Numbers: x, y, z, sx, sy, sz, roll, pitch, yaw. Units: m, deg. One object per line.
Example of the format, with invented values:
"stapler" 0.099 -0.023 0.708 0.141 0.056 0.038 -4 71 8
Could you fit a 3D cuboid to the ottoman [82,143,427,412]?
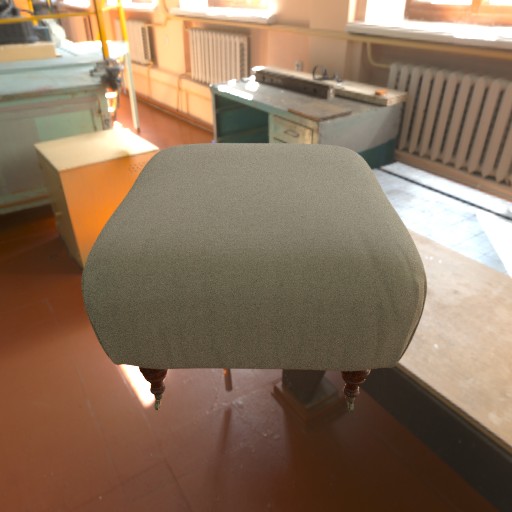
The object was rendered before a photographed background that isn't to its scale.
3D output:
"ottoman" 0.000 0.000 1.135 0.639 0.450 0.746 0 31 1
